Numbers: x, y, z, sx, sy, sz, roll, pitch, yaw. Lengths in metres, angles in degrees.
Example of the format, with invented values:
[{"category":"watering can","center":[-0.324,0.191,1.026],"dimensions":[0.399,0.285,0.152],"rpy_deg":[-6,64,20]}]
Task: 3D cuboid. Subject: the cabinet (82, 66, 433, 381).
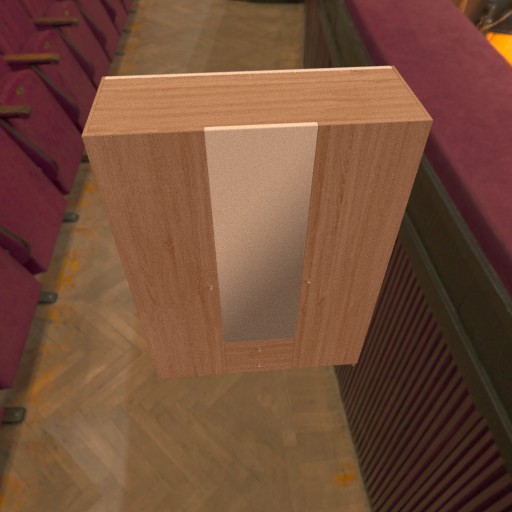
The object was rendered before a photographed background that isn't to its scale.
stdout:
[{"category":"cabinet","center":[0.000,0.000,2.830],"dimensions":[1.500,2.120,0.590],"rpy_deg":[-4,46,-4]}]
